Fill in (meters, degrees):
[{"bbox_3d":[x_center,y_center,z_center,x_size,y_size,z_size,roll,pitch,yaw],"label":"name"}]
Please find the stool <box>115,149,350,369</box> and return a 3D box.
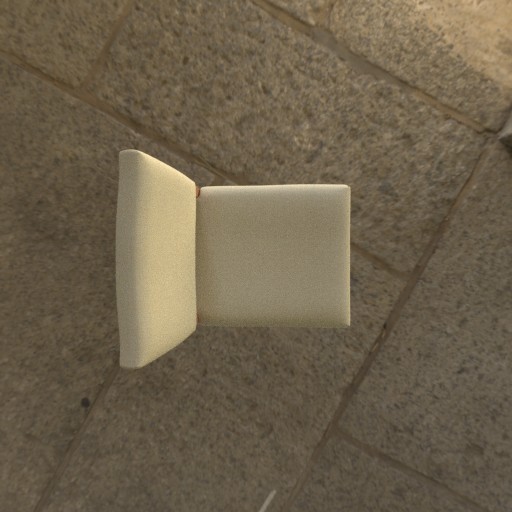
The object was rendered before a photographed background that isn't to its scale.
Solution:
[{"bbox_3d":[0.000,0.000,1.457,0.584,1.168,0.445,0,91,-1],"label":"stool"}]
